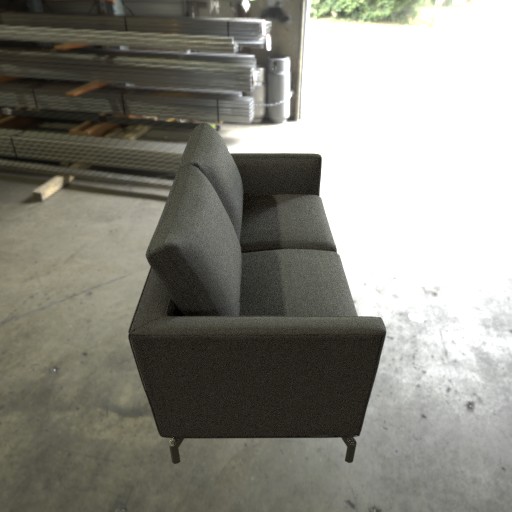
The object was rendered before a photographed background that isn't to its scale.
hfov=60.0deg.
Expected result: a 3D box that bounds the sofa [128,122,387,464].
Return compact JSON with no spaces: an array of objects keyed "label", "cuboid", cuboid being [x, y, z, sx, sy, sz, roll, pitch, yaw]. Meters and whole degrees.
[{"label":"sofa","cuboid":[0.000,0.000,2.119,0.803,0.924,1.594,0,32,0]}]
